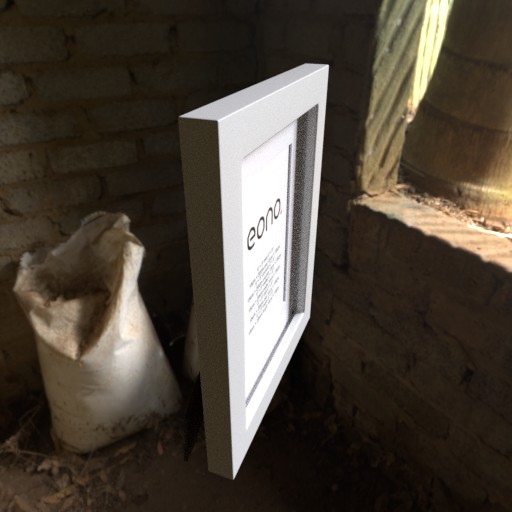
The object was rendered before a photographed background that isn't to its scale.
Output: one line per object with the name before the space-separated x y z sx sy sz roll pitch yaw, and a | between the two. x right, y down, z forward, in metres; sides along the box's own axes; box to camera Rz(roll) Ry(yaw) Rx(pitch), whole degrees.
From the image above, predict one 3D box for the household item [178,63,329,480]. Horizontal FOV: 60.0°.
household item | 0.000 0.000 0.338 0.045 0.250 0.200 11 32 19
